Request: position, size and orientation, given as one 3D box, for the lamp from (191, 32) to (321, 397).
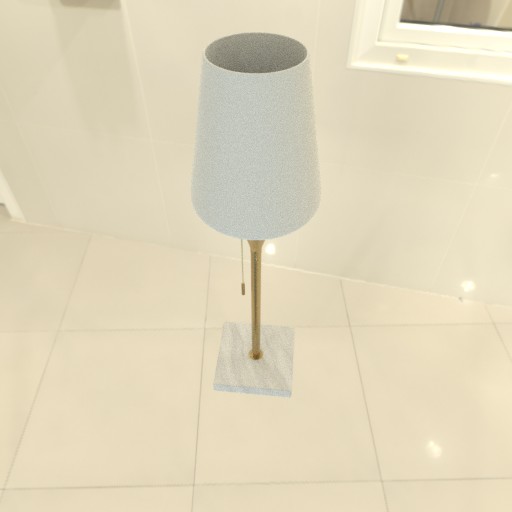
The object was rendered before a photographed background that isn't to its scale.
[{"bbox_3d":[0.000,0.000,0.710,0.181,0.639,0.181,4,46,4],"label":"lamp"}]
